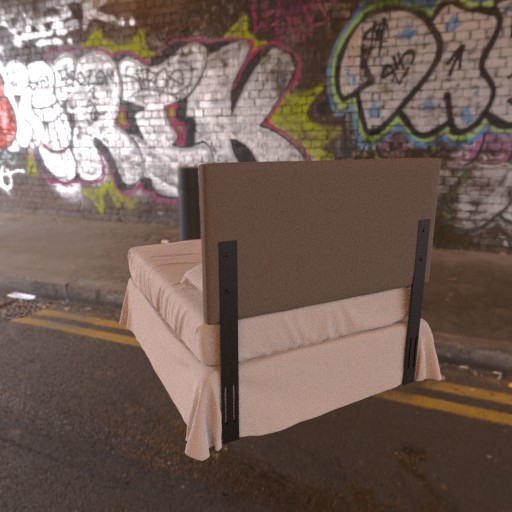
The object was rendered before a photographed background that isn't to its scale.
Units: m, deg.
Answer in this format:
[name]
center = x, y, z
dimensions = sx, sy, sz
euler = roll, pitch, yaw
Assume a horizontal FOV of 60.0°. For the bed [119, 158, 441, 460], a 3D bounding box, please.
[bed]
center = 0.000, 0.000, 3.544
dimensions = 1.936, 1.577, 2.222
euler = -7, 16, -26
